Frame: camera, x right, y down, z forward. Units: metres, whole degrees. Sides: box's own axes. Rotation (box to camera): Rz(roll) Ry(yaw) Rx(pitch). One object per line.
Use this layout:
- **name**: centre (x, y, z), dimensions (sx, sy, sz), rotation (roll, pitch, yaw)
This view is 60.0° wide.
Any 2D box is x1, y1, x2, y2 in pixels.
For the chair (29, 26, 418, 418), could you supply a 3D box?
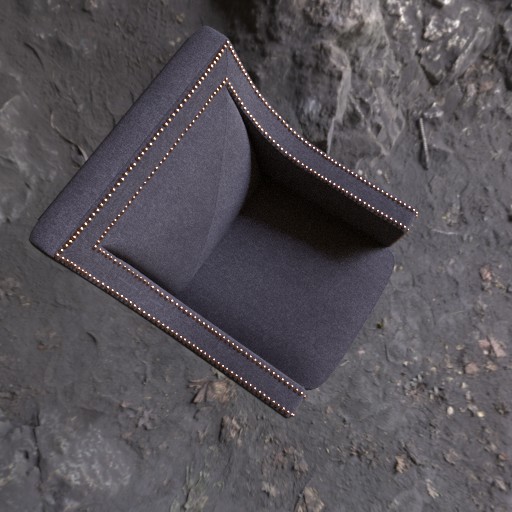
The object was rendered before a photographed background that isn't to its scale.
- **chair**: centre (0.000, 0.000, 1.565), dimensions (0.884, 0.967, 0.776), rotation (33, 79, 8)
